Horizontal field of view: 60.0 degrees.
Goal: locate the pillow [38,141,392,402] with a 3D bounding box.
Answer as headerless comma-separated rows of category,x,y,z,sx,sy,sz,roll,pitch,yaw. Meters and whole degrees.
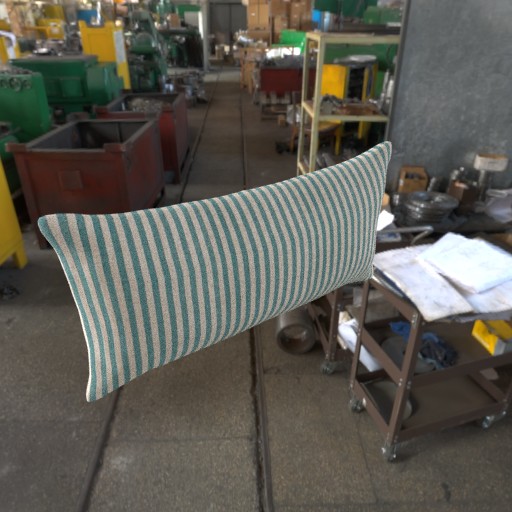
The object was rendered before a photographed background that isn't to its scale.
pillow,0.000,0.000,0.735,0.617,0.295,0.151,-19,34,-31
